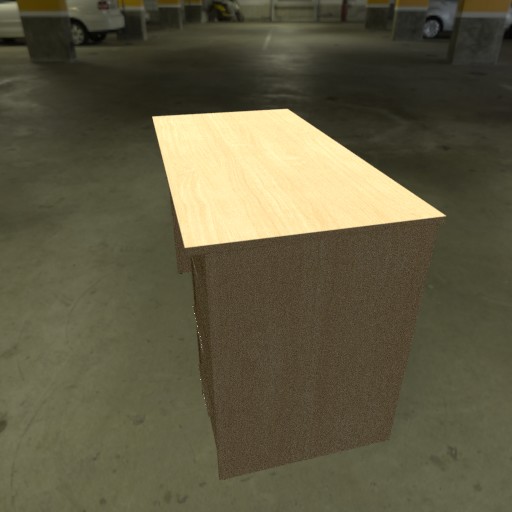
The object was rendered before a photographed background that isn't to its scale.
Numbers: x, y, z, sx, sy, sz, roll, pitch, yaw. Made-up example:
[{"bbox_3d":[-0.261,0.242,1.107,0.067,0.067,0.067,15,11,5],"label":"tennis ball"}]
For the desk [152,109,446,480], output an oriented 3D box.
[{"bbox_3d":[0.000,0.000,1.534,0.560,0.735,1.097,-7,31,-13],"label":"desk"}]
